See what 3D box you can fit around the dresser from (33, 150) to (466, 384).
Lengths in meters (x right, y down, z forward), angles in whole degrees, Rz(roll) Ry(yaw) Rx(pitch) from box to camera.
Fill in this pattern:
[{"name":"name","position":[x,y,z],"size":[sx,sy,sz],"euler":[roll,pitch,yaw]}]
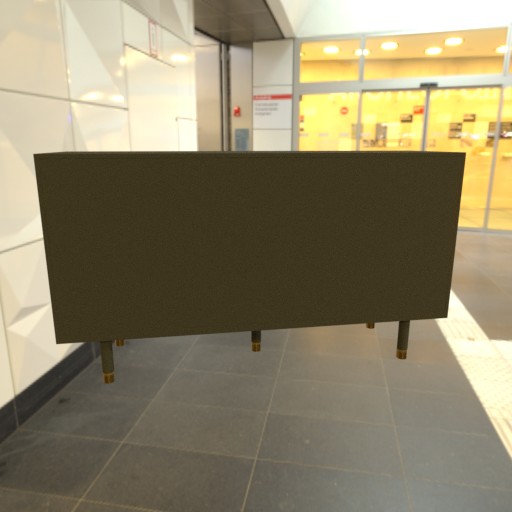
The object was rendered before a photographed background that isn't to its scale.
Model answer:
[{"name":"dresser","position":[0.000,0.000,1.905],"size":[1.558,0.872,0.463],"euler":[-2,14,-9]}]
